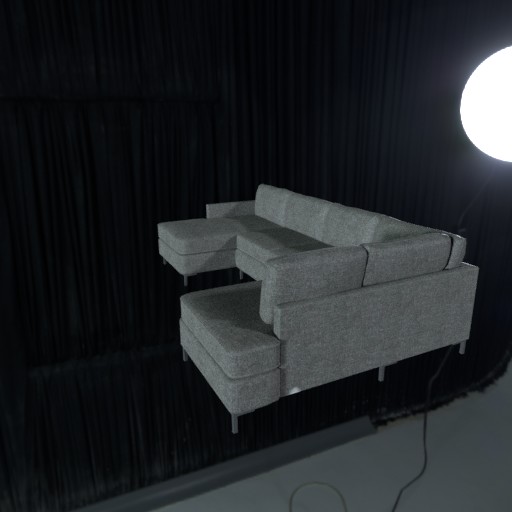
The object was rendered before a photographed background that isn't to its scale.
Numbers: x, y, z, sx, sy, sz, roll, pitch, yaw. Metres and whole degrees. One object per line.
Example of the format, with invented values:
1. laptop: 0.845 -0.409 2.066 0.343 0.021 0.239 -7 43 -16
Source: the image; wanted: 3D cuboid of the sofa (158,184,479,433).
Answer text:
1. sofa: 0.000 0.000 4.350 2.048 0.999 3.423 -8 19 -26
